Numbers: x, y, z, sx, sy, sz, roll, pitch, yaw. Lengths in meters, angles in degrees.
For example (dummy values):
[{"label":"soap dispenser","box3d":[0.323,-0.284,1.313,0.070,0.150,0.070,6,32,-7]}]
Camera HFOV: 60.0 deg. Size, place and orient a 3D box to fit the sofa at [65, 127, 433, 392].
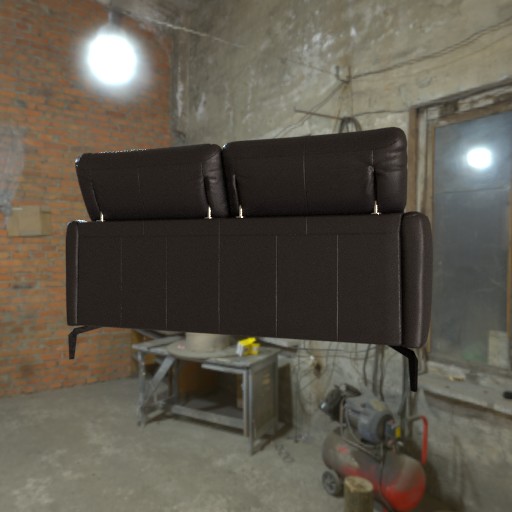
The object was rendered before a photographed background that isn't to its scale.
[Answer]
[{"label":"sofa","box3d":[0.000,0.000,2.176,1.596,0.920,0.958,0,1,18]}]
